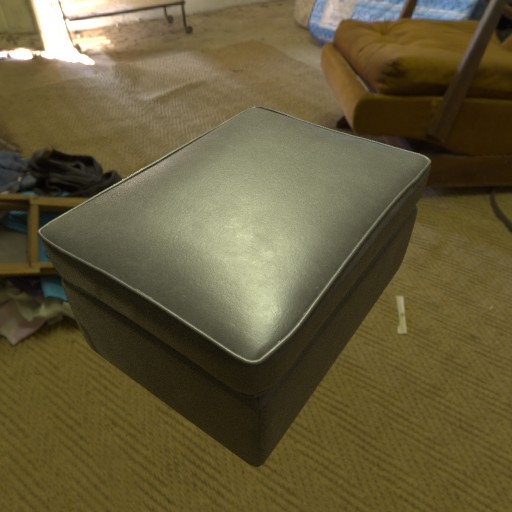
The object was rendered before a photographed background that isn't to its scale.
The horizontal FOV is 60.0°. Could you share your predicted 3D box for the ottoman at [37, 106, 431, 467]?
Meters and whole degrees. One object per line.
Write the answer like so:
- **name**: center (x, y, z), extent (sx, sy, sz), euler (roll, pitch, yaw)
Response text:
- **ottoman**: center (0.000, 0.000, 1.096), extent (0.554, 0.445, 0.756), euler (25, 47, 26)
